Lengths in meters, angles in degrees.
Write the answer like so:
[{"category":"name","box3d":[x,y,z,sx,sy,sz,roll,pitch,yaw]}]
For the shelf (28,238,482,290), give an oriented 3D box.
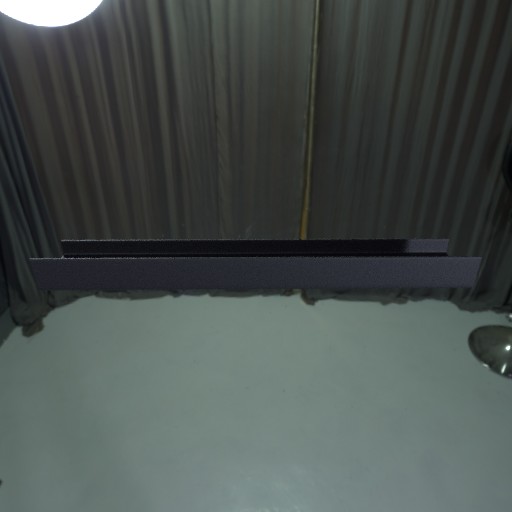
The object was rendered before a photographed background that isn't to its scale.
[{"category":"shelf","box3d":[0.000,0.000,0.647,0.605,0.053,0.102,0,30,-1]}]
